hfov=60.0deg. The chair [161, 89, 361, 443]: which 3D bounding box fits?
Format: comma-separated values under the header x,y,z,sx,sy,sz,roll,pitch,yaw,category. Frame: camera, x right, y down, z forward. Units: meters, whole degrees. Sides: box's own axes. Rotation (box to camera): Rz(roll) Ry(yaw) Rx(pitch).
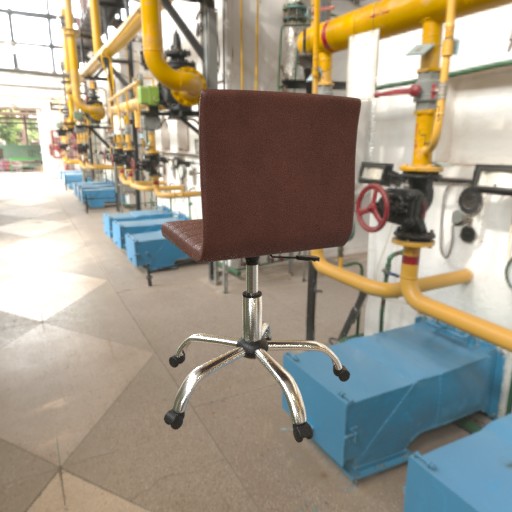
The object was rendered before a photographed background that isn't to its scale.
x,y,z,sx,sy,sz,roll,pitch,yaw,category
0.000,0.000,1.162,0.556,0.780,0.530,-7,15,-25,chair
